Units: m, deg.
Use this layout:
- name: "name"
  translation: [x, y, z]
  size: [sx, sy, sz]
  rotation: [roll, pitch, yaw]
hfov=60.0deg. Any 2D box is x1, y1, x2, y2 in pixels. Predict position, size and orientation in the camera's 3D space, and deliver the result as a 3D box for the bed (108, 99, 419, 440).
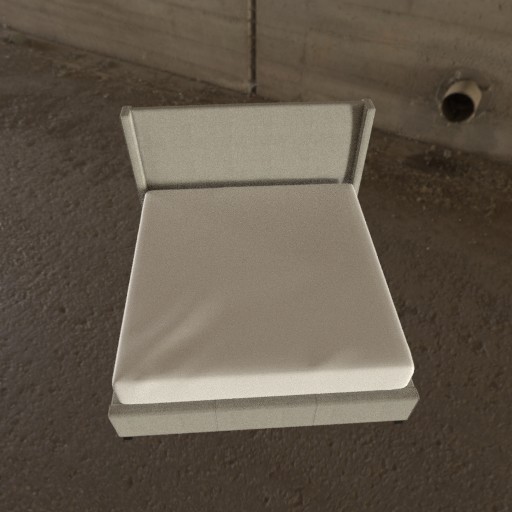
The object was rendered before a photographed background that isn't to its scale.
- name: "bed"
  translation: [0.000, 0.000, 3.563]
  size: [2.140, 1.470, 2.280]
  rotation: [-3, 47, -2]
